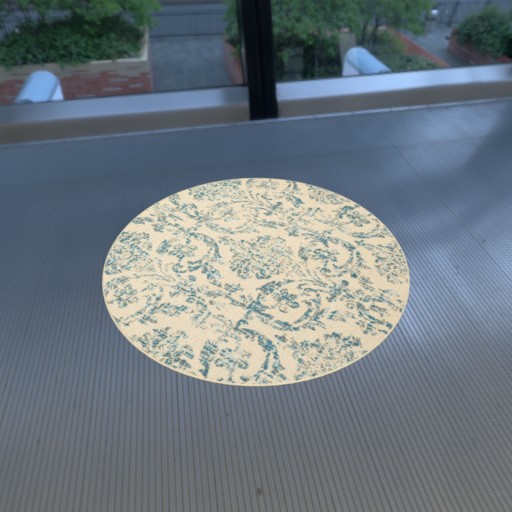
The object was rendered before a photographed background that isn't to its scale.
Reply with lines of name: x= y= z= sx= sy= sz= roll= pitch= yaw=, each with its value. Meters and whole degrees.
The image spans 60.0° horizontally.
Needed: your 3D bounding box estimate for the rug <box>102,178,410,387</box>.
rug: x=0.000 y=0.000 z=2.371 sx=1.593 sy=0.012 sz=1.593 roll=0 pitch=41 yaw=0
